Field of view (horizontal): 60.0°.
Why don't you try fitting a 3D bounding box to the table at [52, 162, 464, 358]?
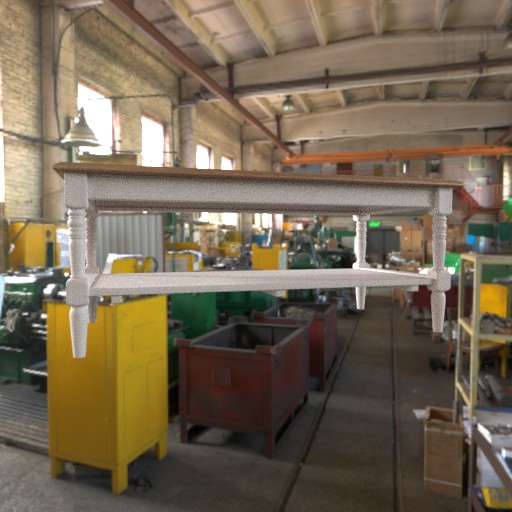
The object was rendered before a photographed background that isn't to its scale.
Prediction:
[{"bbox_3d":[0.000,0.000,1.425,1.118,0.458,0.559,-1,2,-17],"label":"table"}]
